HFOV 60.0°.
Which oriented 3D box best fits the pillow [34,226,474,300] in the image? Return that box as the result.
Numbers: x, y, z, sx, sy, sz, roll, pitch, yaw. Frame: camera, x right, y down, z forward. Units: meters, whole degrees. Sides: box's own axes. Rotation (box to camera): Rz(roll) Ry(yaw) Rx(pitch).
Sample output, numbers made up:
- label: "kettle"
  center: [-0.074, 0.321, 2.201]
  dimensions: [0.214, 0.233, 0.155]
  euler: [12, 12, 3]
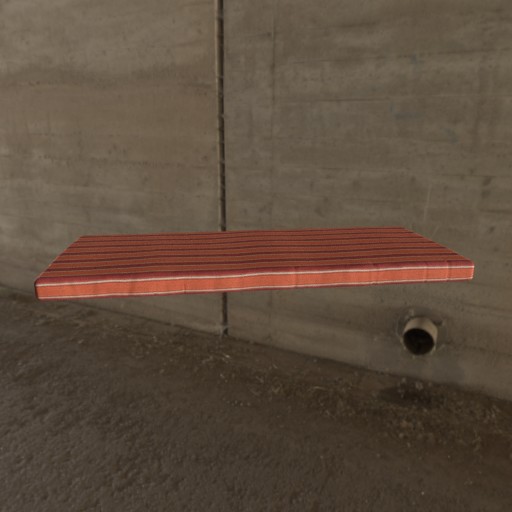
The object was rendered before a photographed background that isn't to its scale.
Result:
- label: "pillow"
  center: [0.000, 0.000, 1.367]
  dimensions: [1.187, 0.081, 0.492]
  euler: [-2, 17, -7]
